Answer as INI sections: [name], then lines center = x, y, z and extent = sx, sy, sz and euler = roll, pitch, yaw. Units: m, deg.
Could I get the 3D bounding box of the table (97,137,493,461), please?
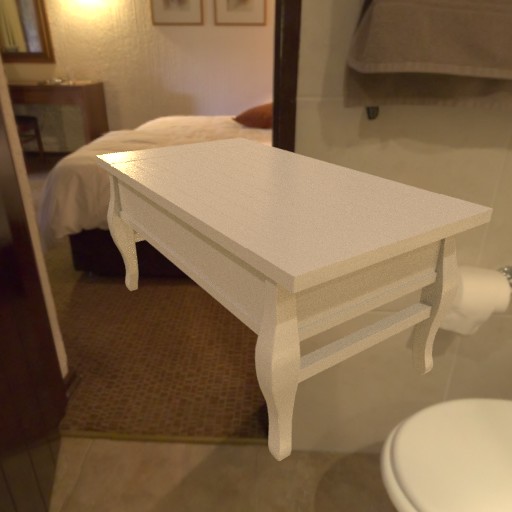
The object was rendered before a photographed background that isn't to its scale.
[table]
center = 0.000, 0.000, 1.363
extent = 0.600, 0.495, 1.062
euler = -16, 30, -31
